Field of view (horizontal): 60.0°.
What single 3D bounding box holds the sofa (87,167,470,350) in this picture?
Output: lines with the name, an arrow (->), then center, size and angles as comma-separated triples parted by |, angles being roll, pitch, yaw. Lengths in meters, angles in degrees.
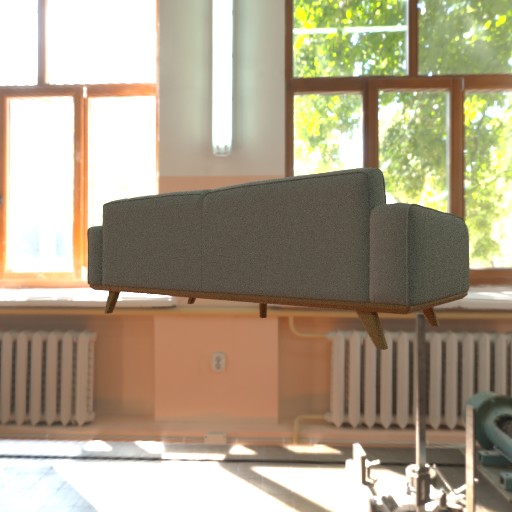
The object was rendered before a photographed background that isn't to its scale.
sofa -> 0.000, 0.000, 2.748 | 2.270, 0.781, 0.956 | 0, 0, 37
